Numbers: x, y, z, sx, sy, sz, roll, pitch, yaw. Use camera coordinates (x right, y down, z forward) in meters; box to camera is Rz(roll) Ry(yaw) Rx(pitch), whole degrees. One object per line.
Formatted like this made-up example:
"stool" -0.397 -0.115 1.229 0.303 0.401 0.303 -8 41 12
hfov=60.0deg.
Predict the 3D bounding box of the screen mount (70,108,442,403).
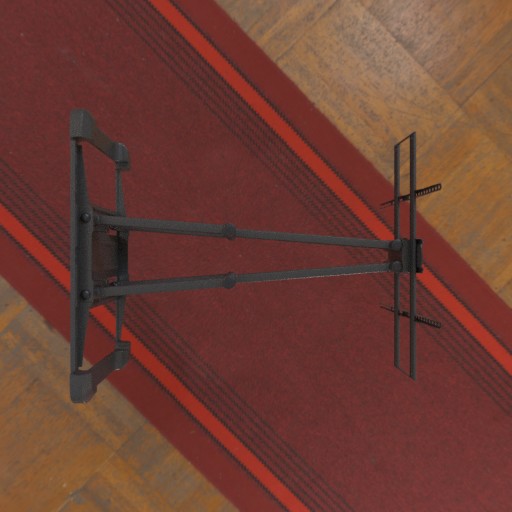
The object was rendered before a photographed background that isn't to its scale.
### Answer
"screen mount" 0.000 0.000 1.311 0.905 0.483 0.725 0 90 -2
